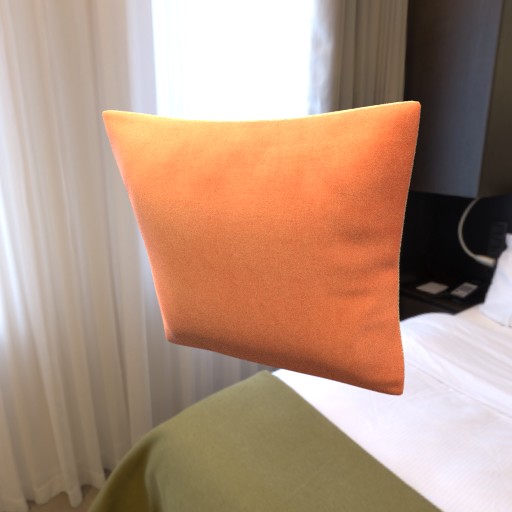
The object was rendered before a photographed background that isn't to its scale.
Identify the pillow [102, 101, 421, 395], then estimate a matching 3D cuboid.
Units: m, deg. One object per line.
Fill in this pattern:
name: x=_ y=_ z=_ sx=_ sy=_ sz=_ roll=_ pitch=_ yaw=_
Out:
pillow: x=0.000 y=0.000 z=0.635 sx=0.424 sy=0.401 sz=0.177 roll=7 pitch=17 yaw=25
